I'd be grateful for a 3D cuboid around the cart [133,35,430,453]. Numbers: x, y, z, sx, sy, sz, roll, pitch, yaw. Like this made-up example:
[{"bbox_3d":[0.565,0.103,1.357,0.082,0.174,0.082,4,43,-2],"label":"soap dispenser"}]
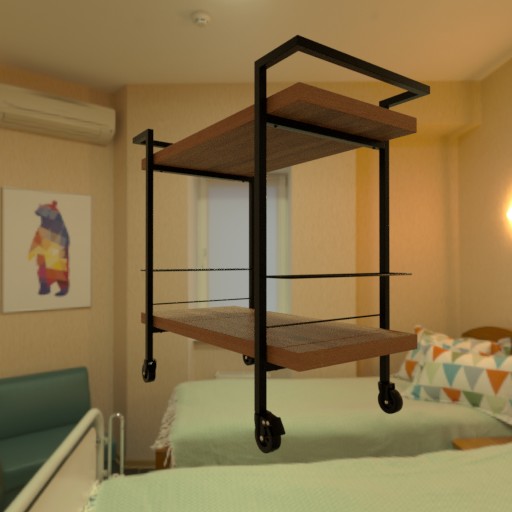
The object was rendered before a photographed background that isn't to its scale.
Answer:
[{"bbox_3d":[0.000,0.000,1.211,0.406,0.762,0.806,0,-1,-36],"label":"cart"}]
